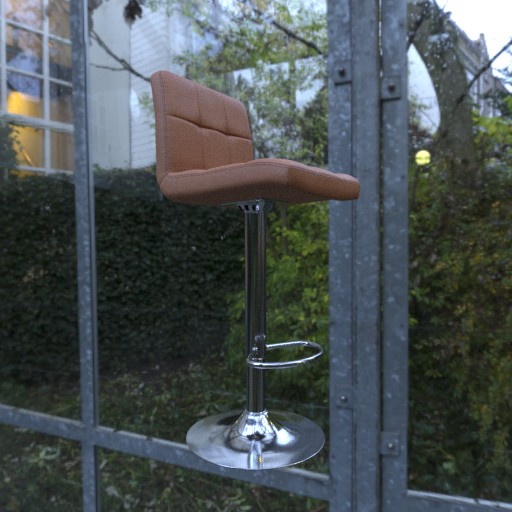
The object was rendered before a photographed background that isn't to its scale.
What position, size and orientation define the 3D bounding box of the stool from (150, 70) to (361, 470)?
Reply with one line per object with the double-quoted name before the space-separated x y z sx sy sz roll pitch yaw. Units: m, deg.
"stool" 0.000 0.000 1.351 0.505 1.115 0.430 1 2 36
